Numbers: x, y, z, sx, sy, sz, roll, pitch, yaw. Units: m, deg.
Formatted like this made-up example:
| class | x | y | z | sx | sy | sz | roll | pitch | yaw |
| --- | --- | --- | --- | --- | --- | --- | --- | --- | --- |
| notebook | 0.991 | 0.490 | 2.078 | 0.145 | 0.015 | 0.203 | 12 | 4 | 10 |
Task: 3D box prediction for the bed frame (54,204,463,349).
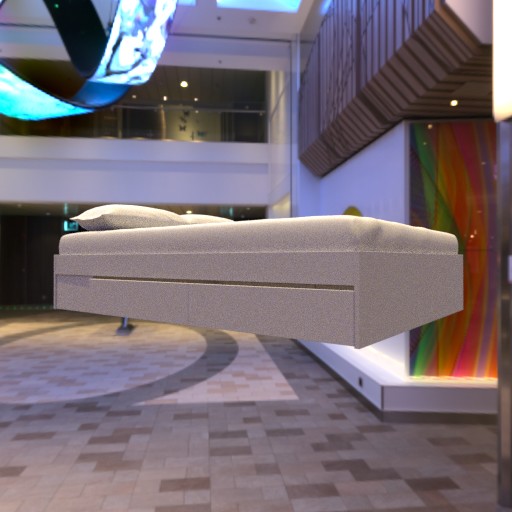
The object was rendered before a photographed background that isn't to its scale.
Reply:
| class | x | y | z | sx | sy | sz | roll | pitch | yaw |
| --- | --- | --- | --- | --- | --- | --- | --- | --- | --- |
| bed frame | 0.000 | 0.000 | 2.614 | 1.950 | 0.629 | 1.450 | 0 | -1 | 37 |
